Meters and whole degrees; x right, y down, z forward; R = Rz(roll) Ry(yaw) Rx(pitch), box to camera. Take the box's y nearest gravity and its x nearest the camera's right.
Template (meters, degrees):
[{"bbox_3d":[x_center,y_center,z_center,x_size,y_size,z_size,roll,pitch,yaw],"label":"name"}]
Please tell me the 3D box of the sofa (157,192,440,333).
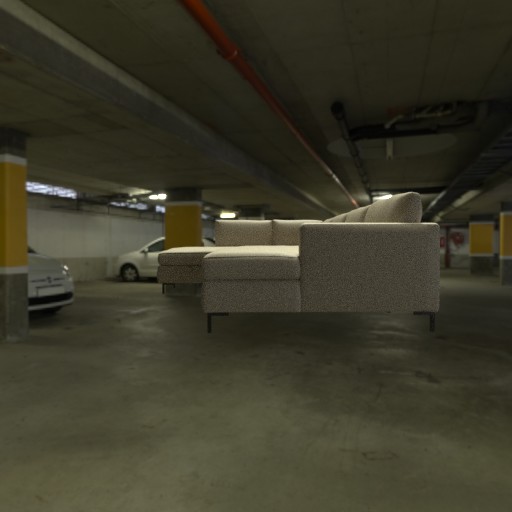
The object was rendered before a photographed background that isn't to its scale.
[{"bbox_3d":[0.000,0.000,3.628,1.879,0.756,2.737,0,1,-1],"label":"sofa"}]
